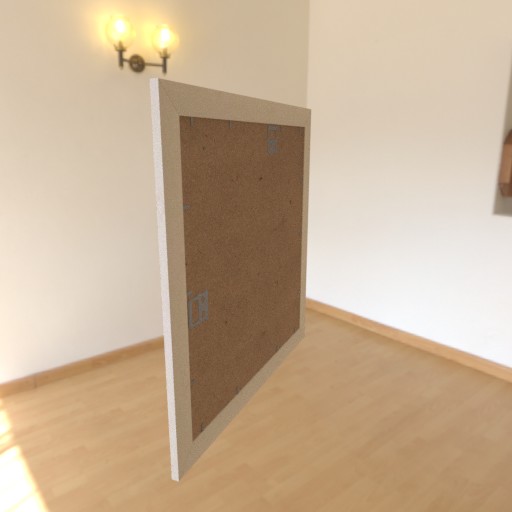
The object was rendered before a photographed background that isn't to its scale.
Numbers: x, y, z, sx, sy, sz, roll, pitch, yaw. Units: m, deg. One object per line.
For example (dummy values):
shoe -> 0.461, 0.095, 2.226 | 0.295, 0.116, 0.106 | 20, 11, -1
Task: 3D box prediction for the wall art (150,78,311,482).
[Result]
wall art -> 0.000, 0.000, 0.874 | 0.013, 0.584, 0.584 | 7, 16, 25
